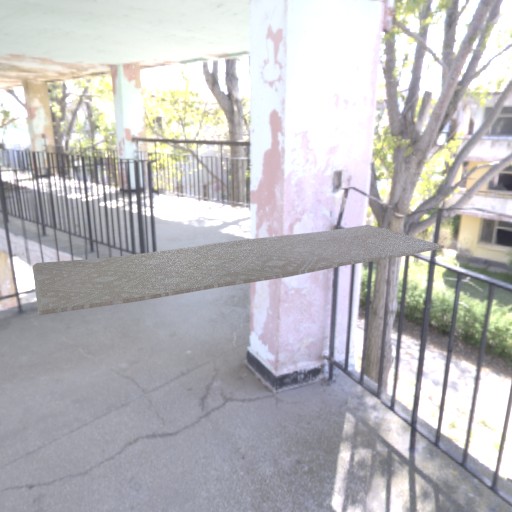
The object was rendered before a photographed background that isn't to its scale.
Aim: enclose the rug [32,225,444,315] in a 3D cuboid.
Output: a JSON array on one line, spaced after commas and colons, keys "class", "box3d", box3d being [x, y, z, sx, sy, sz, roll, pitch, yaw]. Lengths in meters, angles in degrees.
[{"class": "rug", "box3d": [0.000, 0.000, 2.726, 2.452, 0.051, 0.752, -8, 18, -26]}]
